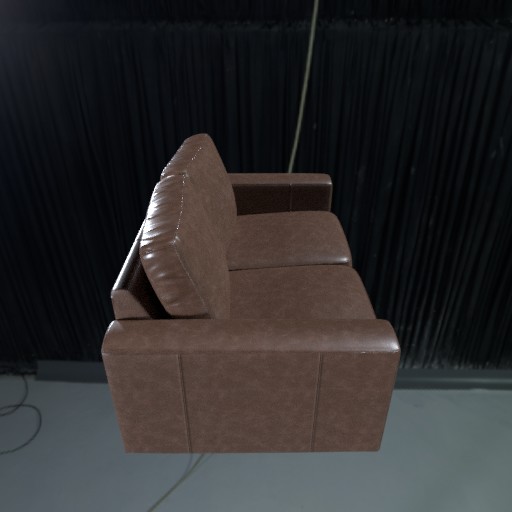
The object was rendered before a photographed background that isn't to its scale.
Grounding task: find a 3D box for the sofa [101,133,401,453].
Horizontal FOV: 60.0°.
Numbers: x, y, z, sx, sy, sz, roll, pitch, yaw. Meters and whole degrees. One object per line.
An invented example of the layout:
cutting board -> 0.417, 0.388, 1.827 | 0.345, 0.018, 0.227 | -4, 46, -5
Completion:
sofa -> 0.000, 0.000, 2.176 | 1.016, 0.873, 1.616 | 0, 31, 0
